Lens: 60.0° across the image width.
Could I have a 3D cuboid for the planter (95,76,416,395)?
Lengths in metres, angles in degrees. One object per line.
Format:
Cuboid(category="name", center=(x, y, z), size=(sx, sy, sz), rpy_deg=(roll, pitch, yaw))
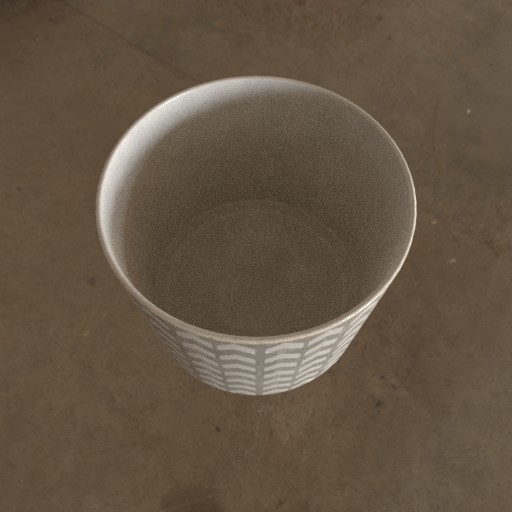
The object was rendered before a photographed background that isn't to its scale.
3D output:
Cuboid(category="planter", center=(0.000, 0.000, 0.345), size=(0.190, 0.181, 0.190), rpy_deg=(0, 63, 0))
